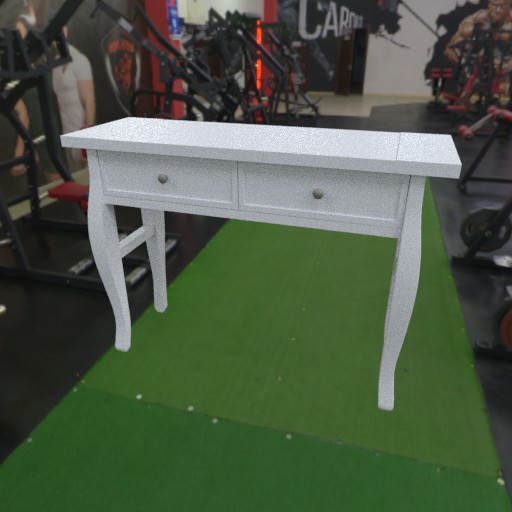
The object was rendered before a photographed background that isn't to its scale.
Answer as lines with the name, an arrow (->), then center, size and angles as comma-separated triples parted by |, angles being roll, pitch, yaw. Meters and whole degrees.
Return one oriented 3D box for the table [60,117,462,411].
table -> 0.000, 0.000, 1.437 | 1.062, 0.768, 0.373 | 8, 27, 16
